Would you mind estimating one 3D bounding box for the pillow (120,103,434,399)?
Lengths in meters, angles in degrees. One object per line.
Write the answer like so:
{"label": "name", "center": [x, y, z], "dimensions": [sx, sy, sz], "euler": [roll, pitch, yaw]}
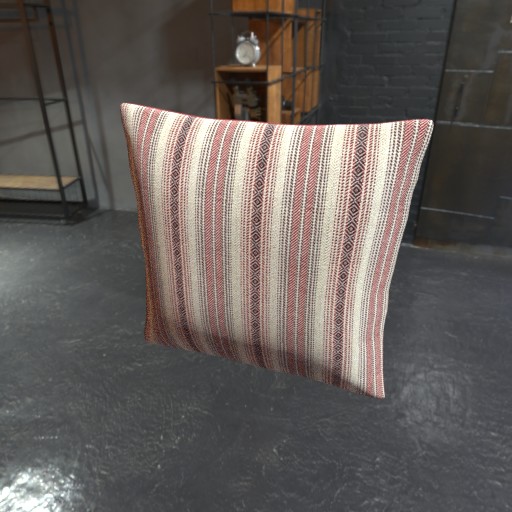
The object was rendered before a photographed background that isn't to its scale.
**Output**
{"label": "pillow", "center": [0.000, 0.000, 0.789], "dimensions": [0.513, 0.497, 0.166], "euler": [9, 28, 18]}
